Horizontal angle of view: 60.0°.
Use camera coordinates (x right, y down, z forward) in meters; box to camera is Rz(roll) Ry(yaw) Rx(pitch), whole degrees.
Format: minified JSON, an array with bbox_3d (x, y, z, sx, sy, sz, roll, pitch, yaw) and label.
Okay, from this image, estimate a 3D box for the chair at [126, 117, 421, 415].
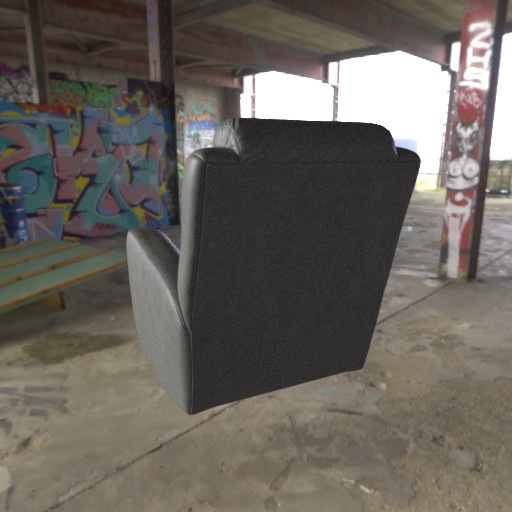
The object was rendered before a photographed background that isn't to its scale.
[{"bbox_3d":[0.000,0.000,1.976,0.967,1.116,1.068,-7,15,-26],"label":"chair"}]
